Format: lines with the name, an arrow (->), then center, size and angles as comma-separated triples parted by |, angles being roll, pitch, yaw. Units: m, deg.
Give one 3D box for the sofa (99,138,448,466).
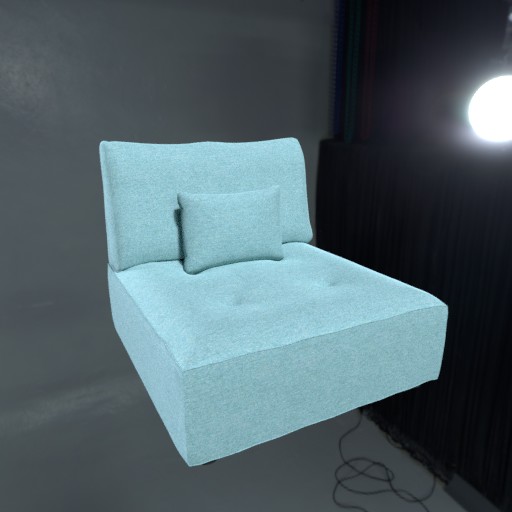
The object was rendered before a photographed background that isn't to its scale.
sofa -> 0.000, 0.000, 1.657 | 0.930, 0.820, 1.000 | -9, 19, -27
